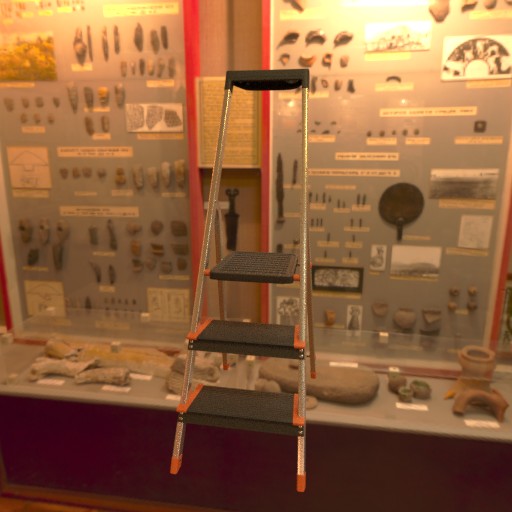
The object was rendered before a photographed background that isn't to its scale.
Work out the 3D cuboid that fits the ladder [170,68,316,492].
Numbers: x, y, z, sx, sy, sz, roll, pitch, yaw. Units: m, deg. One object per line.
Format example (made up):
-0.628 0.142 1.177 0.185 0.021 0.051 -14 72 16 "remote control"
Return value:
0.000 0.000 1.498 0.416 1.229 0.686 3 15 10 "ladder"
